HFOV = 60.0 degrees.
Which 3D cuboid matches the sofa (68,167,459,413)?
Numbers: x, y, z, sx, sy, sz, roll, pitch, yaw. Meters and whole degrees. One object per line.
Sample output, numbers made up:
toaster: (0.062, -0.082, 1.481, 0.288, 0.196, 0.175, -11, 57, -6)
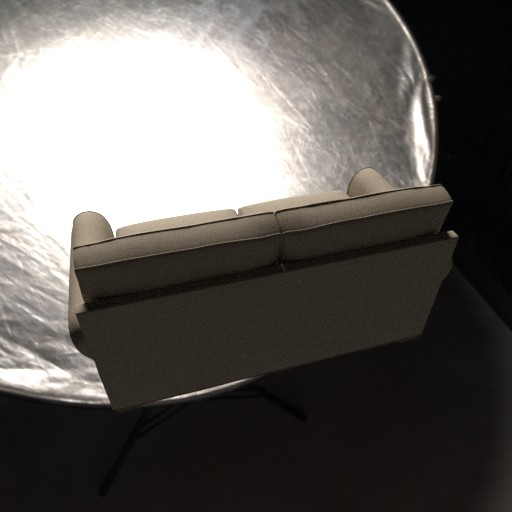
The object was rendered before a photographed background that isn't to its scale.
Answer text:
sofa: (0.000, 0.000, 2.266, 1.774, 0.933, 0.861, -11, 43, -12)
